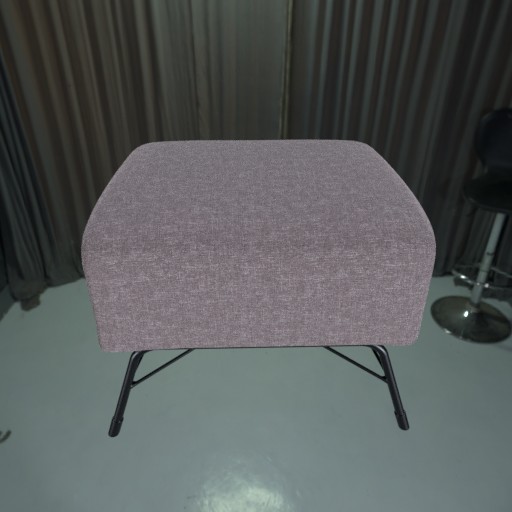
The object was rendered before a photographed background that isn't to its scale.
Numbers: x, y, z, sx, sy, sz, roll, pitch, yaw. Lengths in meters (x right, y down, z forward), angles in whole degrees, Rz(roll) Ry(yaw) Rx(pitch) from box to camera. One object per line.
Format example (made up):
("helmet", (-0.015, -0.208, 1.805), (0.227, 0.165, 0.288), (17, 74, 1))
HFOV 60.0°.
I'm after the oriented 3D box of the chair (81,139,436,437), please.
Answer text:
("chair", (0.000, 0.000, 0.899), (0.530, 0.410, 0.530), (-1, 30, -1))
